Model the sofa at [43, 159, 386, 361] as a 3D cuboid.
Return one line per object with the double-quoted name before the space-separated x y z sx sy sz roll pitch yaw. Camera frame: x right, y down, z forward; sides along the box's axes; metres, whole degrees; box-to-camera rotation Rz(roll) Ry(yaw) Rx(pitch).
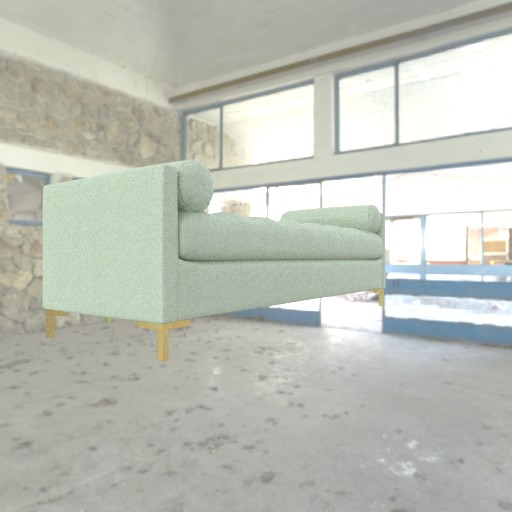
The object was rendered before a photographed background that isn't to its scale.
"sofa" 0.000 0.000 2.515 0.796 0.705 2.102 0 0 36
